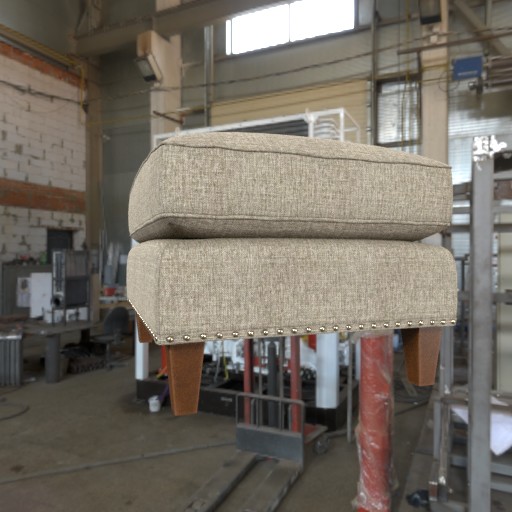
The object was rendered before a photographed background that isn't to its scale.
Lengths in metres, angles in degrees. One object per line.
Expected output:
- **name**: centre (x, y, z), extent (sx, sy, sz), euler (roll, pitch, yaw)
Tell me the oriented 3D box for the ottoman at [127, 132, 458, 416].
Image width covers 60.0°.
- **ottoman**: centre (0.000, 0.000, 1.110), extent (0.584, 0.513, 0.741), euler (0, 0, -20)
